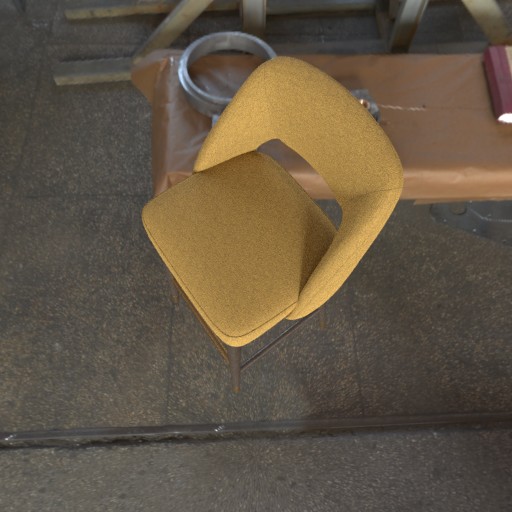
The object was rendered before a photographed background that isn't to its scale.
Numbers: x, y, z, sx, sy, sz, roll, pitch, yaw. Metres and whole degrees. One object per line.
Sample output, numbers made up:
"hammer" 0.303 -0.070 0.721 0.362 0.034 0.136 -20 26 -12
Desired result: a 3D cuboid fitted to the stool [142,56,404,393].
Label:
"stool" 0.000 0.000 1.346 0.522 1.032 0.536 -33 70 -14
